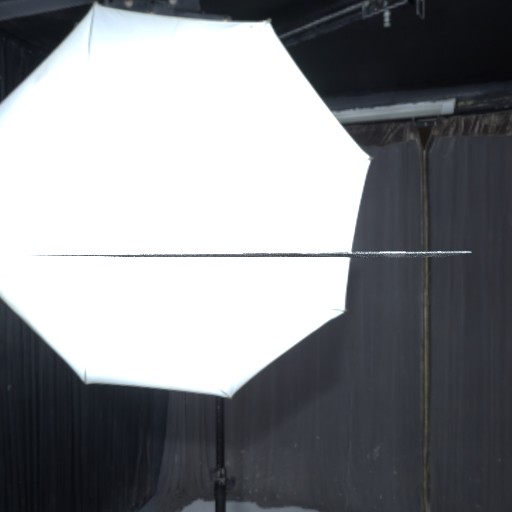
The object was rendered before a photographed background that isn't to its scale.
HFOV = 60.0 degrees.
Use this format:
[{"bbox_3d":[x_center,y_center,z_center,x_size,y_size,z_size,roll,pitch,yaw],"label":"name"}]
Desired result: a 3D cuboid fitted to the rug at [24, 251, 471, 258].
[{"bbox_3d":[0.000,0.000,2.986,2.434,0.015,1.520,0,-1,18],"label":"rug"}]
